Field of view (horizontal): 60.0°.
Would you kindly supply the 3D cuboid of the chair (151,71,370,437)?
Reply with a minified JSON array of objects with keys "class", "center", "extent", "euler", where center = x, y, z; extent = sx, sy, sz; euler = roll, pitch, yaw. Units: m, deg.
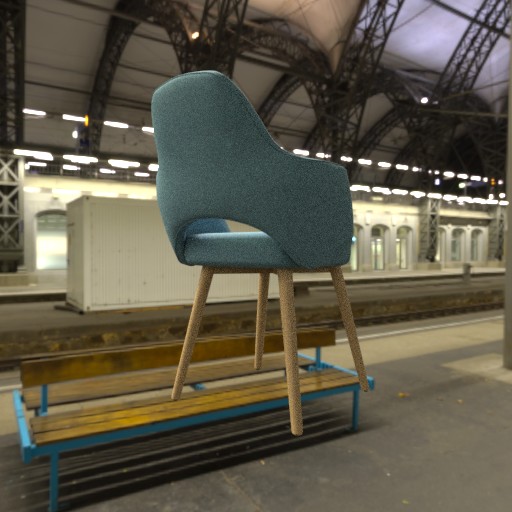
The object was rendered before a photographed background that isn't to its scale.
[{"class":"chair","center":[0.000,0.000,1.371],"extent":[0.589,0.920,0.666],"euler":[1,1,36]}]
